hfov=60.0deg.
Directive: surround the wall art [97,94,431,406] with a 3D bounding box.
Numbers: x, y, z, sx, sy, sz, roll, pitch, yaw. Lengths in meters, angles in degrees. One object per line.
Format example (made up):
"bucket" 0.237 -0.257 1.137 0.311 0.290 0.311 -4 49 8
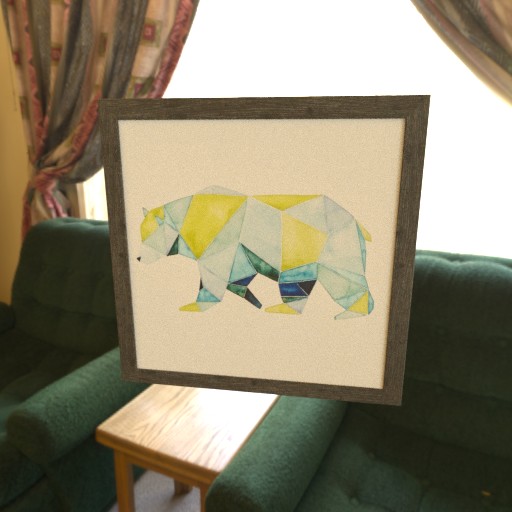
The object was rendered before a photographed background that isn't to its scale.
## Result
"wall art" 0.000 0.000 0.680 0.462 0.459 0.027 2 15 9
